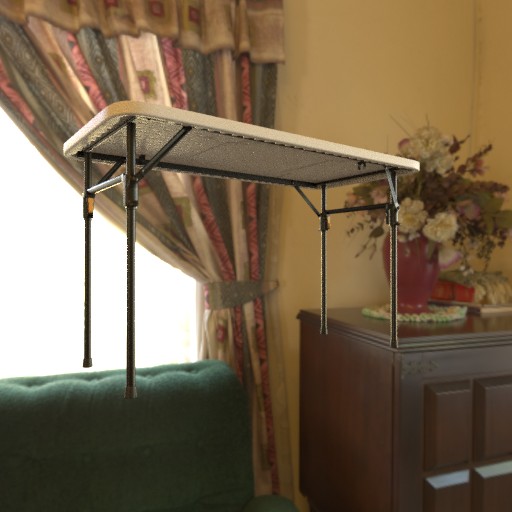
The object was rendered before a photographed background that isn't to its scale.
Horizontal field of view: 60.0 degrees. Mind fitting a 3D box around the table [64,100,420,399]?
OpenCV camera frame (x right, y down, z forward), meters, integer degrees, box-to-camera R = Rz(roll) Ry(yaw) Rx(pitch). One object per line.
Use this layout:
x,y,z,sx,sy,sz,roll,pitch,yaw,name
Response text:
0.000,0.000,1.614,1.219,0.729,0.610,0,0,-36,table
